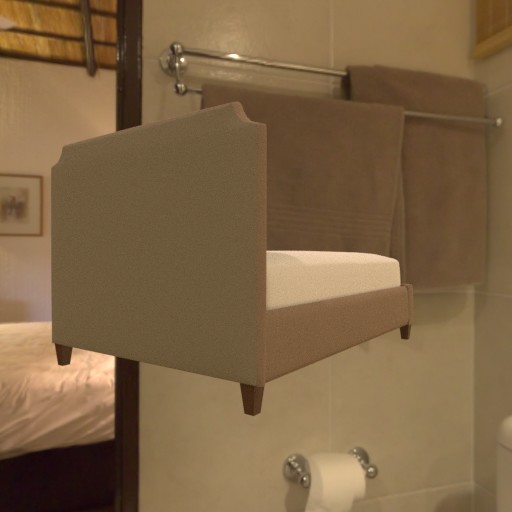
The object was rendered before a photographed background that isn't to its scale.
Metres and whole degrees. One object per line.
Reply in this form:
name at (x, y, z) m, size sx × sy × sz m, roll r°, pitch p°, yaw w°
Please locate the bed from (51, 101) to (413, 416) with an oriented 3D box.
bed at (0.000, 0.000, 3.386) m, size 1.713 × 1.443 × 2.372 m, roll 0°, pitch 0°, yaw 36°
